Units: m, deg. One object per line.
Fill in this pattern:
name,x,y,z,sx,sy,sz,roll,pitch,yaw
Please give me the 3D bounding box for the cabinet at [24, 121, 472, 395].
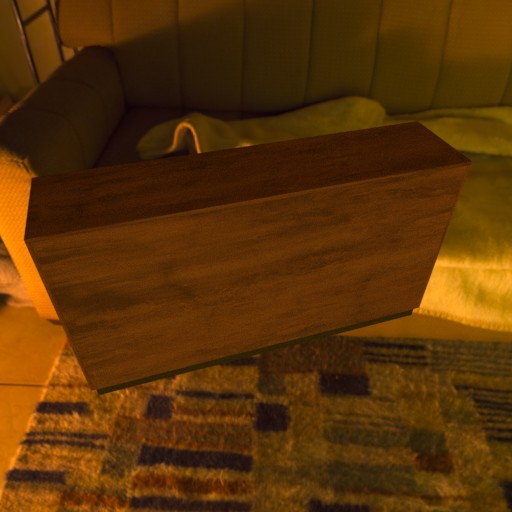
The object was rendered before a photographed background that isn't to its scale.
cabinet,0.000,0.000,1.965,1.600,0.900,0.420,-12,43,-13
